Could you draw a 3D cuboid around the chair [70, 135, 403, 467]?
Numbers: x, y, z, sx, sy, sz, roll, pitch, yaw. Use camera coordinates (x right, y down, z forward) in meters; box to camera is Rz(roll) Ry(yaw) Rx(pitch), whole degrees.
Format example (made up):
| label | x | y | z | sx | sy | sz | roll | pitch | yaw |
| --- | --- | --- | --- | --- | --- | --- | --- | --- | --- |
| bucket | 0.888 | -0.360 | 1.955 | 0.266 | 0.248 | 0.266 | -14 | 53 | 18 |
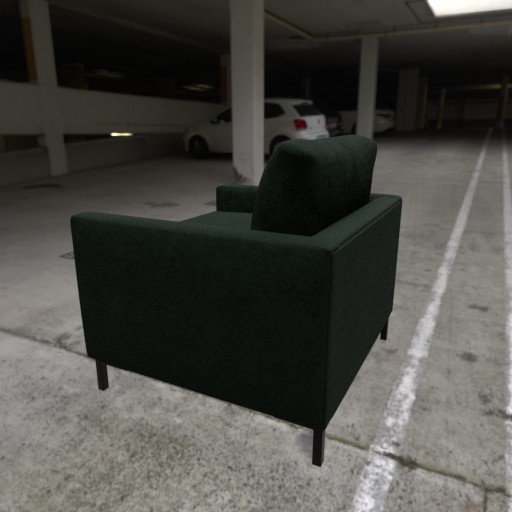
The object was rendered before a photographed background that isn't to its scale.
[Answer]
| label | x | y | z | sx | sy | sz | roll | pitch | yaw |
| --- | --- | --- | --- | --- | --- | --- | --- | --- | --- |
| chair | 0.000 | 0.000 | 1.636 | 0.866 | 0.861 | 0.963 | 8 | 18 | 26 |
